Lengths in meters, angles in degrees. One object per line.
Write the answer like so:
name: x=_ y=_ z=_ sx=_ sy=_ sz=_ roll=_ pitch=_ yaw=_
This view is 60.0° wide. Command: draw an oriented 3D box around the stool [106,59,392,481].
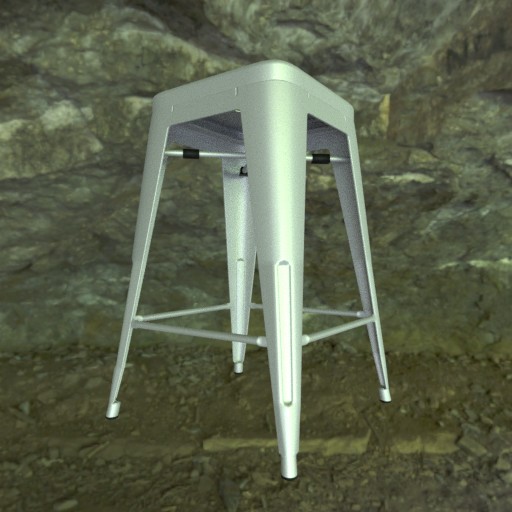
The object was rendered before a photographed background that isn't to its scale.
stool: x=0.000 y=0.000 z=0.876 sx=0.410 sy=0.608 sz=0.410 roll=0 pitch=0 yaw=35
